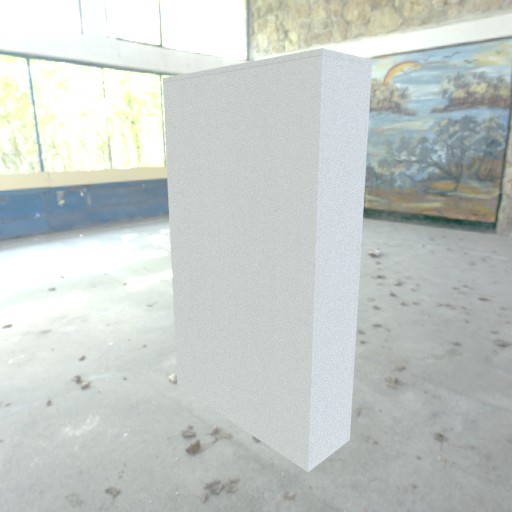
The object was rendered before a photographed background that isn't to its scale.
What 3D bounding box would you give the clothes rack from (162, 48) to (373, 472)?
[{"bbox_3d":[0.000,0.000,1.637,0.250,1.280,0.750,-13,19,-42],"label":"clothes rack"}]
